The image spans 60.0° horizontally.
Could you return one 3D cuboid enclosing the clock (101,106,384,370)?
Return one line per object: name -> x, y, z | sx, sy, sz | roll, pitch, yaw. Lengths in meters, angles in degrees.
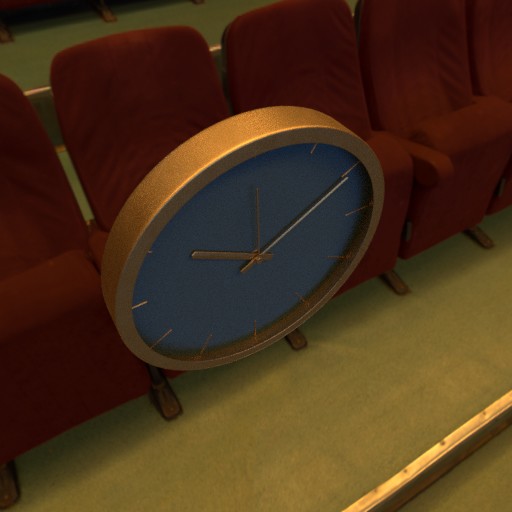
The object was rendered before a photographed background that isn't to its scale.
clock -> 0.000, 0.000, 0.470 | 0.314, 0.314, 0.040 | -24, 51, -20
